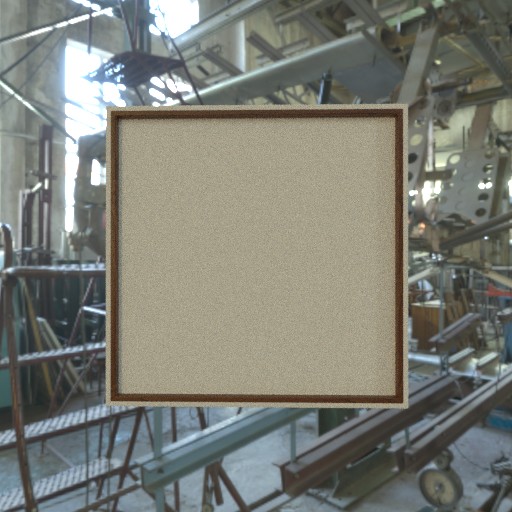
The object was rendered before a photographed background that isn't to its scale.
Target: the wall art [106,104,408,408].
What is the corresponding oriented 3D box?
[{"bbox_3d":[0.000,0.000,1.125,0.757,0.757,0.037,0,0,1],"label":"wall art"}]
